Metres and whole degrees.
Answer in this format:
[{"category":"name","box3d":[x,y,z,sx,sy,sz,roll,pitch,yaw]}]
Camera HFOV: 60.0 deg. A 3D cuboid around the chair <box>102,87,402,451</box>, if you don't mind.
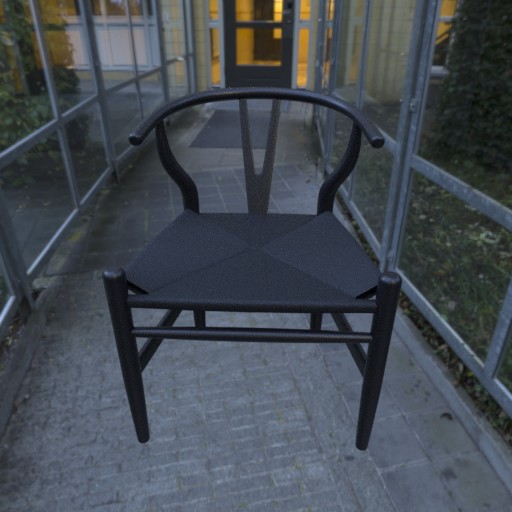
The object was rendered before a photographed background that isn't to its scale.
[{"category":"chair","box3d":[0.000,0.000,1.126,0.569,0.730,0.579,1,29,2]}]
